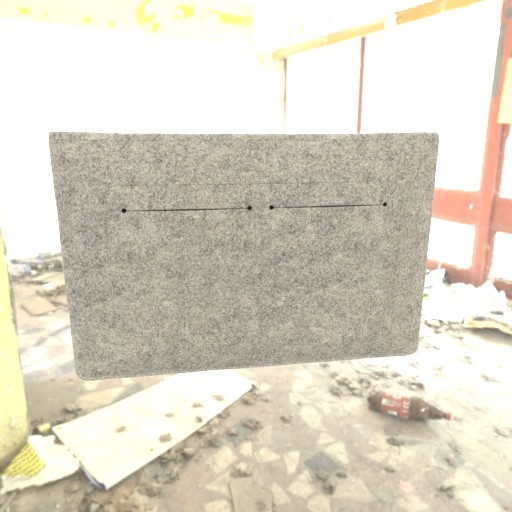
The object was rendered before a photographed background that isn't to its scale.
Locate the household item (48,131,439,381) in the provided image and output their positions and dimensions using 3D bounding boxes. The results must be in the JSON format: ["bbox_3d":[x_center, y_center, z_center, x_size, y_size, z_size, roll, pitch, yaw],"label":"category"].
[{"bbox_3d":[0.000,0.000,0.408,0.335,0.221,0.057,-2,15,-9],"label":"household item"}]
